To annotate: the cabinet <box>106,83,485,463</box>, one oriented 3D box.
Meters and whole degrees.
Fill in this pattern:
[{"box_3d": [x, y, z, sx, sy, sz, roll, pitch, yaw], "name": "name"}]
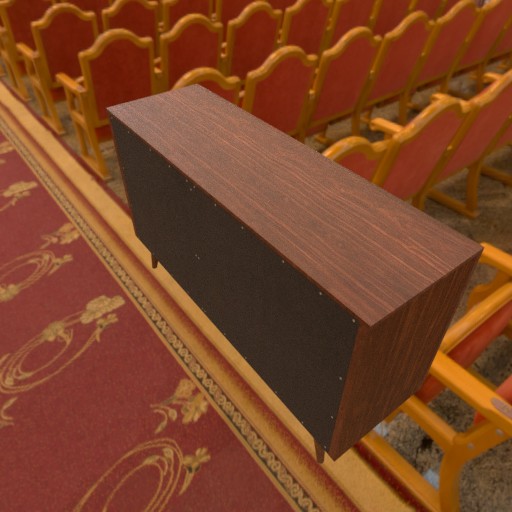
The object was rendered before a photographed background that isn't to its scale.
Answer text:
[{"box_3d": [0.000, 0.000, 1.954, 0.505, 0.940, 1.575, -27, 48, -27], "name": "cabinet"}]
